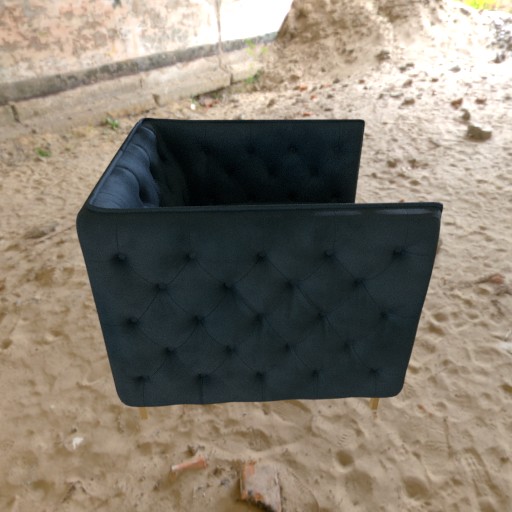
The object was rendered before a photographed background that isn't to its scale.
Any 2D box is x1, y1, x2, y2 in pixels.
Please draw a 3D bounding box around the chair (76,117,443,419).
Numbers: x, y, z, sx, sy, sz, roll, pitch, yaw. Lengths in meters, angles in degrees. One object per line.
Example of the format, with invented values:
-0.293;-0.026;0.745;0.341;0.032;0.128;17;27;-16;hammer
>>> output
0.000;0.000;1.546;0.877;0.771;0.868;-2;32;-2;chair
